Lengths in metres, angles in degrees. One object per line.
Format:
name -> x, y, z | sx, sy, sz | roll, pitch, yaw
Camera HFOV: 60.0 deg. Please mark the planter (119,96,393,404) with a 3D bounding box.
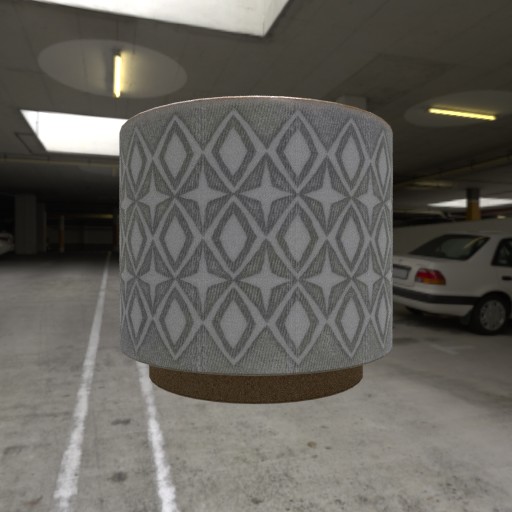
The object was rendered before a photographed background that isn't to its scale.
planter -> 0.000, 0.000, 0.433 | 0.255, 0.223, 0.255 | 0, 0, 0
